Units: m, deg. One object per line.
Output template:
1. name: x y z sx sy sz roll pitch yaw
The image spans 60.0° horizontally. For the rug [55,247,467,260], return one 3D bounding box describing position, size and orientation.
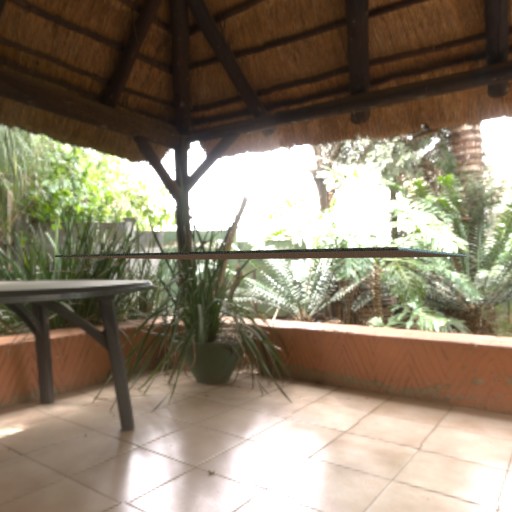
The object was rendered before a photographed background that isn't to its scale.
1. rug: 0.000 0.000 3.085 2.438 0.015 1.524 -1 -2 35
